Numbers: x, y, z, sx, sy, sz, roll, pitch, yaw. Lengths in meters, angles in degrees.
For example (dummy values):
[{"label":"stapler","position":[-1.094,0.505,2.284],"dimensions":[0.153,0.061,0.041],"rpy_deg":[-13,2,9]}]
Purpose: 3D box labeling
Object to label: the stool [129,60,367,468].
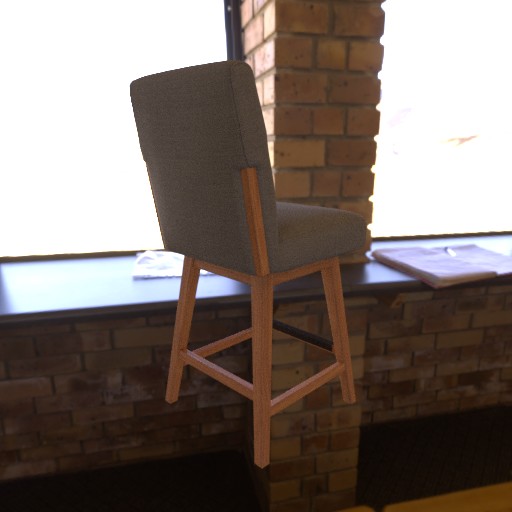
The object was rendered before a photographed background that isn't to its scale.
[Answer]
[{"label":"stool","position":[0.000,0.000,1.354],"dimensions":[0.570,1.019,0.459],"rpy_deg":[-14,20,-43]}]
